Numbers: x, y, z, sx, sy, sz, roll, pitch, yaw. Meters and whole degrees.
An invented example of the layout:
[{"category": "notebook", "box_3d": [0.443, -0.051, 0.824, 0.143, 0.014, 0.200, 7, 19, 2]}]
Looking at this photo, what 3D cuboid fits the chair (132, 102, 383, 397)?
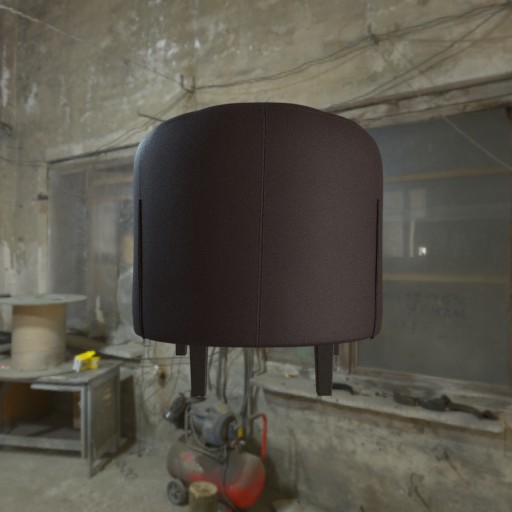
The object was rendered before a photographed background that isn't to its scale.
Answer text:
[{"category": "chair", "box_3d": [0.000, 0.000, 1.649, 0.763, 0.760, 1.191, 0, 0, -1]}]
